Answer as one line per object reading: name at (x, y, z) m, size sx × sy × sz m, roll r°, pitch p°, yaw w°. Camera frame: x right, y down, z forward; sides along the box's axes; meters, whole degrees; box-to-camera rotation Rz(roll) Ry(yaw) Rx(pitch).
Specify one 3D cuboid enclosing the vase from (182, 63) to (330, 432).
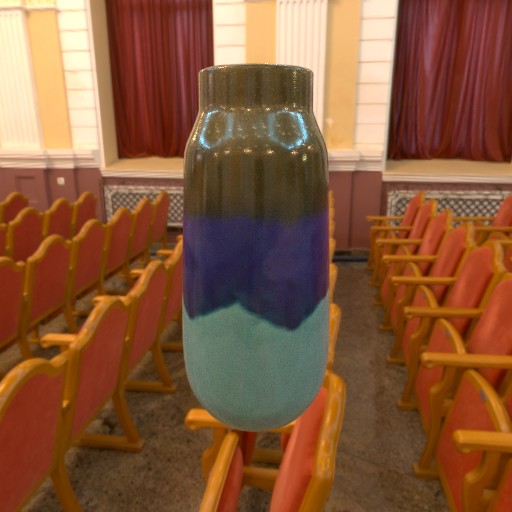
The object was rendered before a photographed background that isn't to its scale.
vase at (0.000, 0.000, 0.402) m, size 0.139 × 0.313 × 0.139 m, roll 0°, pitch 16°, yaw 0°
